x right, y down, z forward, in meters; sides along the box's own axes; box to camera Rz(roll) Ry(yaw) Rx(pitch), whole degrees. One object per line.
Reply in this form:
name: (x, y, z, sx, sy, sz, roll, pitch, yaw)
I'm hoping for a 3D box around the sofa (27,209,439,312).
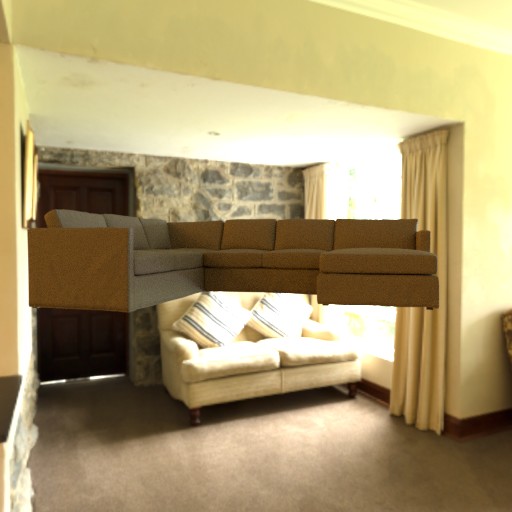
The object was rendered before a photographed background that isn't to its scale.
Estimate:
sofa: (0.000, 0.000, 4.532, 3.460, 0.882, 2.427, 0, 2, 16)
